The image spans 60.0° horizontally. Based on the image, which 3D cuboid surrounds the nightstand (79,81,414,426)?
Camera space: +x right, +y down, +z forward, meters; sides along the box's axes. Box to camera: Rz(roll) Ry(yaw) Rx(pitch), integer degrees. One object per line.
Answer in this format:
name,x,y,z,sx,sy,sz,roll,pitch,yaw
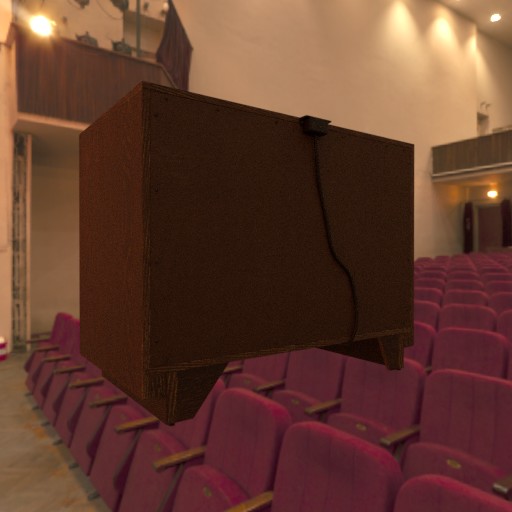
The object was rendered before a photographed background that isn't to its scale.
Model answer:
nightstand,0.000,0.000,1.158,0.775,0.612,0.457,0,1,-35
